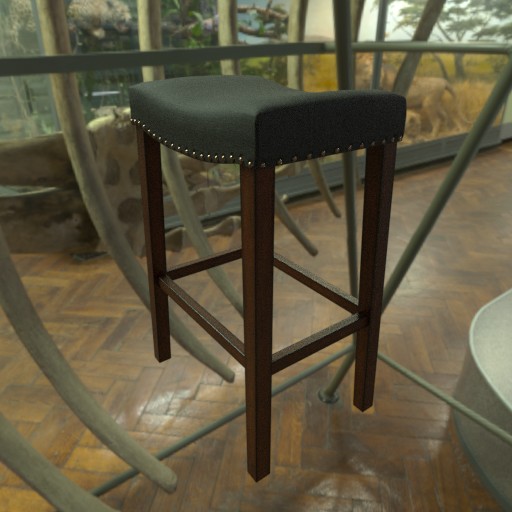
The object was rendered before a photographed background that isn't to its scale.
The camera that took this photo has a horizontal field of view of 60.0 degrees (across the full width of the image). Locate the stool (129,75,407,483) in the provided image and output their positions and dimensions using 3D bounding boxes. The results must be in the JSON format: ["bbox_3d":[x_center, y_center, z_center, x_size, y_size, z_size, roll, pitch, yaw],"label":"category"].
[{"bbox_3d":[0.000,0.000,1.039,0.366,0.760,0.502,-18,32,-32],"label":"stool"}]
